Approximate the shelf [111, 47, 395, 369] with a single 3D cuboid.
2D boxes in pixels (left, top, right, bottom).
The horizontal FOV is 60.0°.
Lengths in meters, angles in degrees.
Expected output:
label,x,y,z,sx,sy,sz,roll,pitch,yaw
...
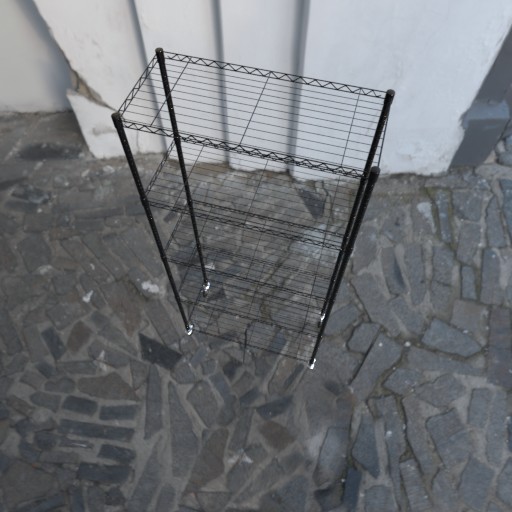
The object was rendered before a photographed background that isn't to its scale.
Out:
label,x,y,z,sx,sy,sz,roll,pitch,yaw
shelf,0.000,0.000,1.953,0.762,1.645,0.356,14,59,8
